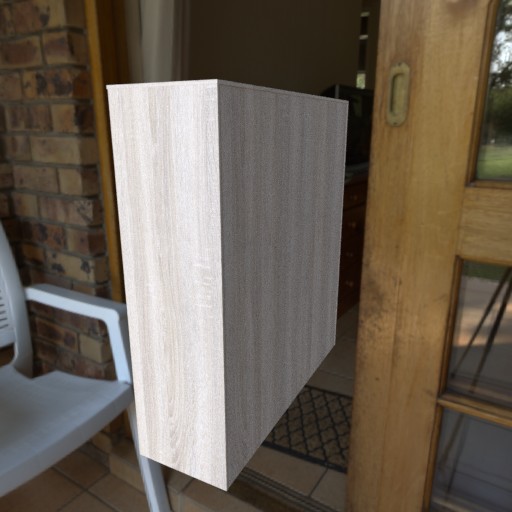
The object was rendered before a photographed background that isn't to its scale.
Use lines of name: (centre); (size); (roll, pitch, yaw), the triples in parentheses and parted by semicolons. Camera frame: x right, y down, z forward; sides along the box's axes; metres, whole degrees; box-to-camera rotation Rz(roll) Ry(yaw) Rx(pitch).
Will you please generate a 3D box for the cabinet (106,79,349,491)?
cabinet: (0.000, 0.000, 3.014); (0.620, 2.060, 1.870); (8, 18, 26)
